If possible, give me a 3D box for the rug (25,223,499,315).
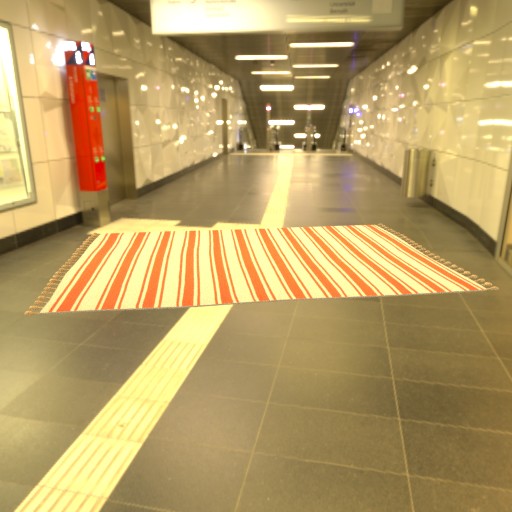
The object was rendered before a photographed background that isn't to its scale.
[{"bbox_3d":[0.000,0.000,2.944,2.433,0.022,1.556,-2,17,-7],"label":"rug"}]
